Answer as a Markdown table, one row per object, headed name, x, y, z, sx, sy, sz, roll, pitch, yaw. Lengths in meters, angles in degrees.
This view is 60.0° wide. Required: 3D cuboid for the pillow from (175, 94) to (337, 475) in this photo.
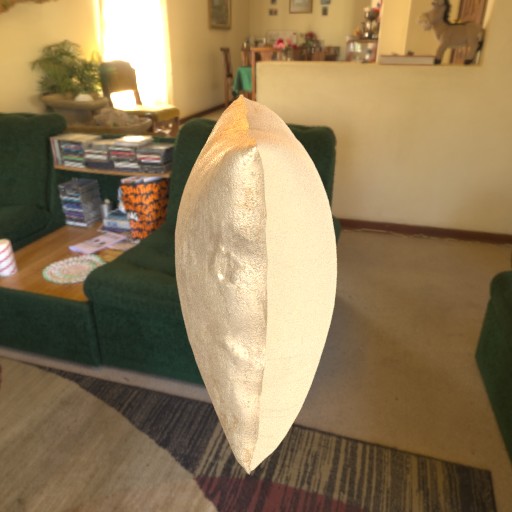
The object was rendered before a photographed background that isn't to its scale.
| name | x | y | z | sx | sy | sz | roll | pitch | yaw |
| --- | --- | --- | --- | --- | --- | --- | --- | --- | --- |
| pillow | 0.000 | 0.000 | 0.707 | 0.245 | 0.448 | 0.450 | 0 | 26 | -1 |
